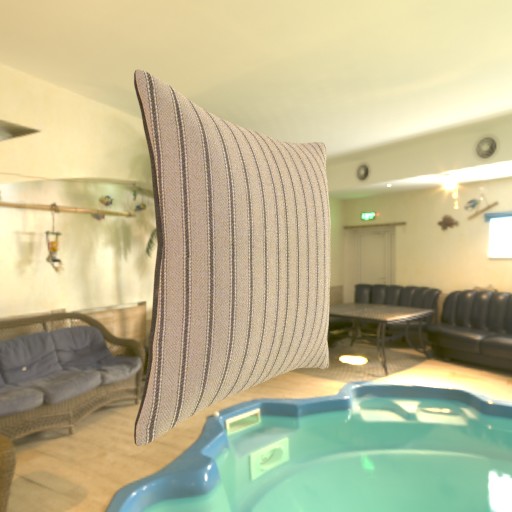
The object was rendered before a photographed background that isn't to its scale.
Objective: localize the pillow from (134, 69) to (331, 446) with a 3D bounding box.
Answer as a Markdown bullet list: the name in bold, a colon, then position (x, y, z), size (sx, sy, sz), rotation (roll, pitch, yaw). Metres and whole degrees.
- **pillow**: position (0.000, 0.000, 0.693), size (0.138, 0.444, 0.468), rotation (0, 0, 37)
